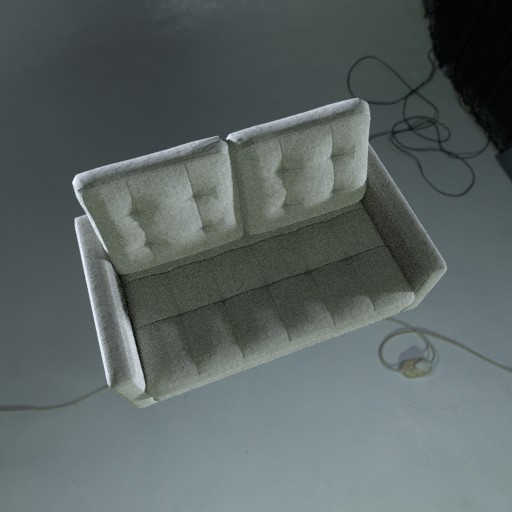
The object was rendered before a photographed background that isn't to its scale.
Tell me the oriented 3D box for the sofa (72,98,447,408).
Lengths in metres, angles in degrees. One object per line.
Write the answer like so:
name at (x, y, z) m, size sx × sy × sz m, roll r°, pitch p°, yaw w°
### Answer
sofa at (0.000, 0.000, 1.964) m, size 1.407 × 0.907 × 0.842 m, roll -18°, pitch 63°, yaw -9°
